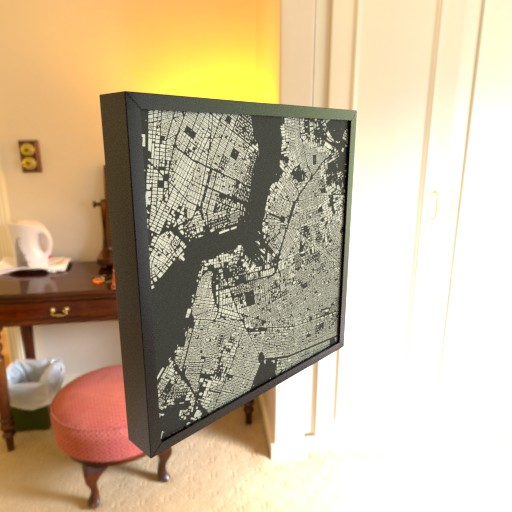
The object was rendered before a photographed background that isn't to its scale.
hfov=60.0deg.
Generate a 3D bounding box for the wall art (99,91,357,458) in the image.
[{"bbox_3d":[0.000,0.000,0.461,0.037,0.299,0.299,14,20,42],"label":"wall art"}]
